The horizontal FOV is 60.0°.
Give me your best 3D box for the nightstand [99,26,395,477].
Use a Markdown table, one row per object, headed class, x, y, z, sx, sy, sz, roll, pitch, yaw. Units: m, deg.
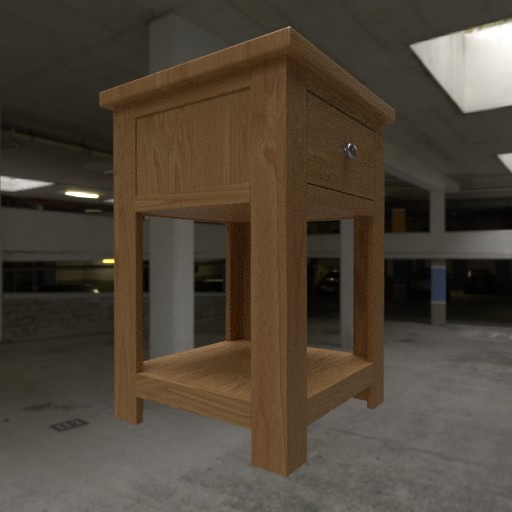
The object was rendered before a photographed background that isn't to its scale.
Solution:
| class | x | y | z | sx | sy | sz | roll | pitch | yaw |
| --- | --- | --- | --- | --- | --- | --- | --- | --- | --- |
| nightstand | 0.000 | 0.000 | 0.884 | 0.418 | 0.614 | 0.428 | 0 | 0 | 36 |
